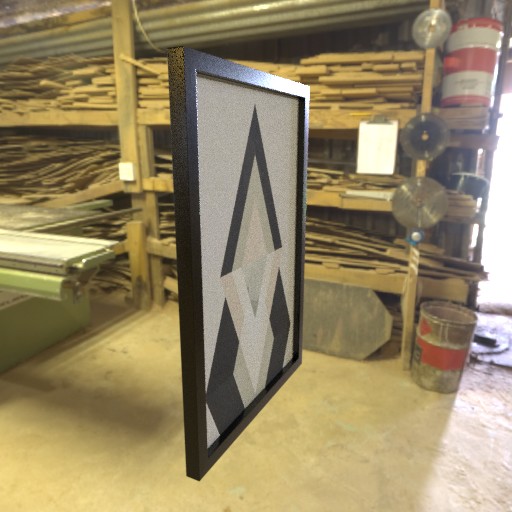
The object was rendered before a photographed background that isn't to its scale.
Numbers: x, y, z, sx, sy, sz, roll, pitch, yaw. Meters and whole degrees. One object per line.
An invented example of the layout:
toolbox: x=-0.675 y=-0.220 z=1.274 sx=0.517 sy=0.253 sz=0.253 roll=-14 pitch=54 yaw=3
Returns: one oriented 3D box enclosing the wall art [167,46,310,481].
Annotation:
wall art: x=0.000 y=0.000 z=0.586 sx=0.019 sy=0.455 sz=0.314 roll=7 pitch=16 yaw=26
